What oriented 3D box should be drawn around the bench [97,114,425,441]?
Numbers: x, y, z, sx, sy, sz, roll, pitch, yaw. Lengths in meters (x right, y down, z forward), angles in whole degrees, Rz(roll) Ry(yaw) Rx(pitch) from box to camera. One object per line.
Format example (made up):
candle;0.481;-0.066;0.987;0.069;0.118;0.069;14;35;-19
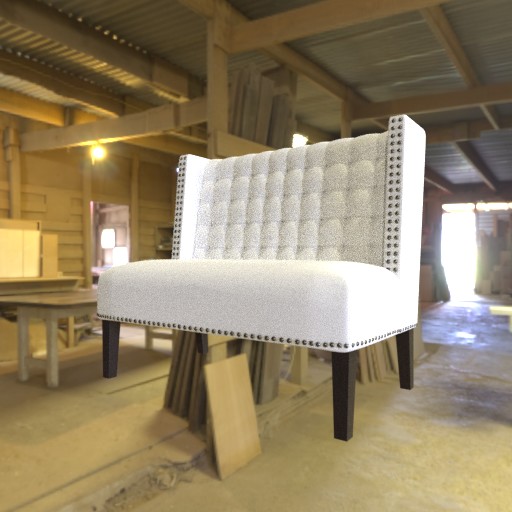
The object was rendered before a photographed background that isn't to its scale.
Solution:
bench;0.000;0.000;1.996;1.280;1.123;0.847;0;0;36
